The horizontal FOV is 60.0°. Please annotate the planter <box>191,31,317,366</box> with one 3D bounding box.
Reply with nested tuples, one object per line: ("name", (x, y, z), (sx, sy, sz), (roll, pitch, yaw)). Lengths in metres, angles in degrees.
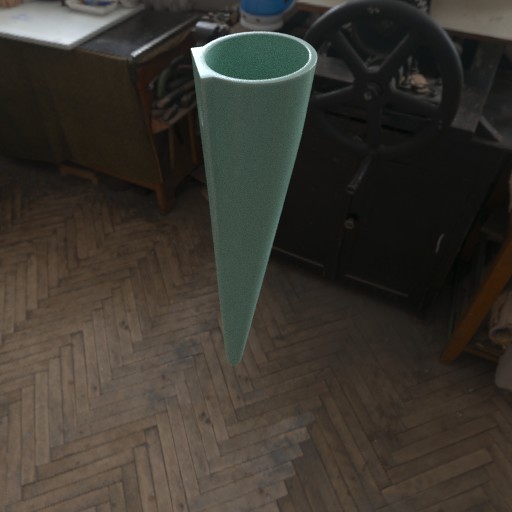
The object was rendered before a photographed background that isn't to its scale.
("planter", (0.000, 0.000, 0.297), (0.055, 0.268, 0.054), (-10, 48, -9))
